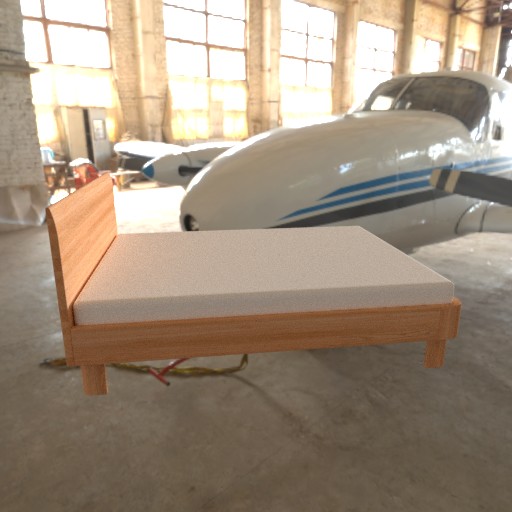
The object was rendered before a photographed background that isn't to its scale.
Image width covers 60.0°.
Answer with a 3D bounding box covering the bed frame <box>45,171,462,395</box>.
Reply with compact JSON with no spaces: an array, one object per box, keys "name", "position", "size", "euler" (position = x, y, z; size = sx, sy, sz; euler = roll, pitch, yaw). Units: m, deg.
[{"name":"bed frame","position":[0.000,0.000,2.816],"size":[1.992,0.940,1.472],"euler":[-2,17,-8]}]
